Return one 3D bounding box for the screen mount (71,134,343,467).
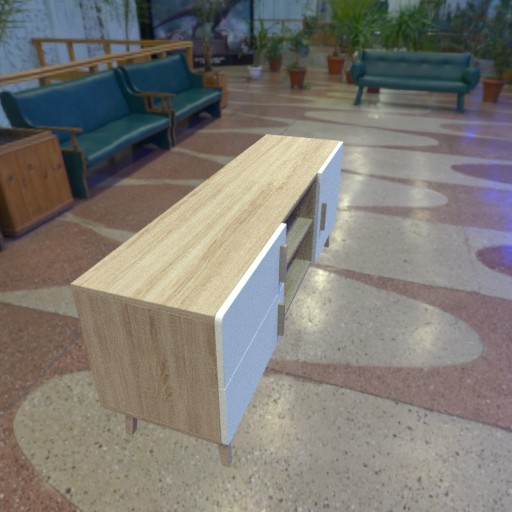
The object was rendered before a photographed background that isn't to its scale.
[{"bbox_3d":[0.000,0.000,1.768,0.420,0.570,1.500,10,31,17],"label":"screen mount"}]
